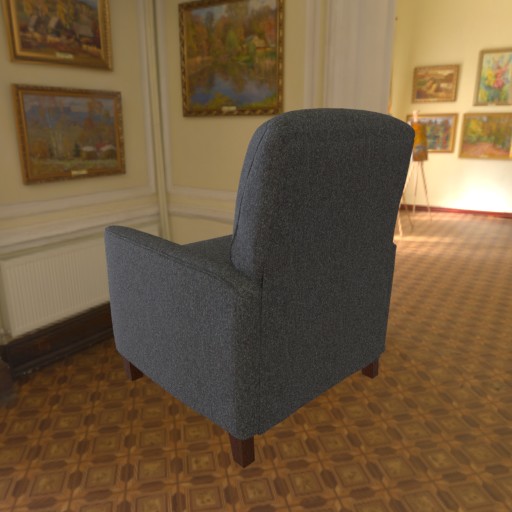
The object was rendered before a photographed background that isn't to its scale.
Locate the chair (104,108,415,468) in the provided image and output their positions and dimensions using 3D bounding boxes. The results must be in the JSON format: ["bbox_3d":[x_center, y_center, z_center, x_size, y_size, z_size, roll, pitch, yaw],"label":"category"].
[{"bbox_3d":[0.000,0.000,1.638,0.839,1.016,0.850,-15,22,-42],"label":"chair"}]
